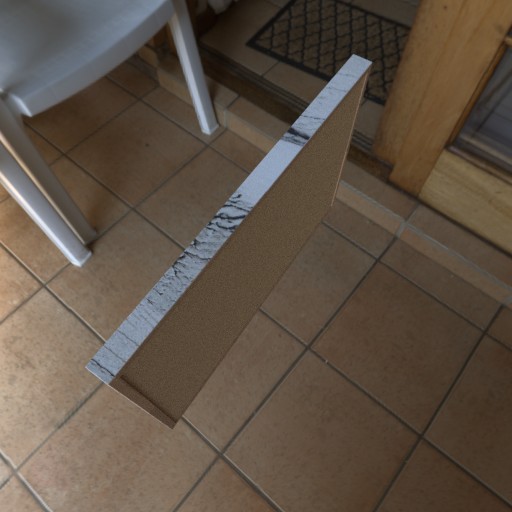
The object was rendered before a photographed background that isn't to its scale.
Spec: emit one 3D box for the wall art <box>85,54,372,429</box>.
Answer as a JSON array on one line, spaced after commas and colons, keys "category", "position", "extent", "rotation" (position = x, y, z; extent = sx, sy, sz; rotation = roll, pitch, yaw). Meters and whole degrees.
[{"category": "wall art", "position": [0.000, 0.000, 0.776], "extent": [0.035, 0.407, 0.613], "rotation": [31, 67, 15]}]
